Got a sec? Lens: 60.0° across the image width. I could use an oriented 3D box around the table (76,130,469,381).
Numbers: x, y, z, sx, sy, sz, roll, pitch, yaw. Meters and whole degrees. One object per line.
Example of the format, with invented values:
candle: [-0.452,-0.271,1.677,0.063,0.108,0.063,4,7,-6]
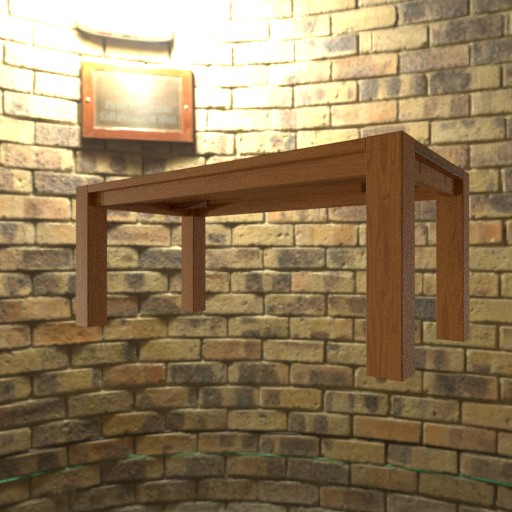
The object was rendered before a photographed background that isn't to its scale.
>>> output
table: [0.000,0.000,2.241,1.800,0.760,0.900,0,0,37]
